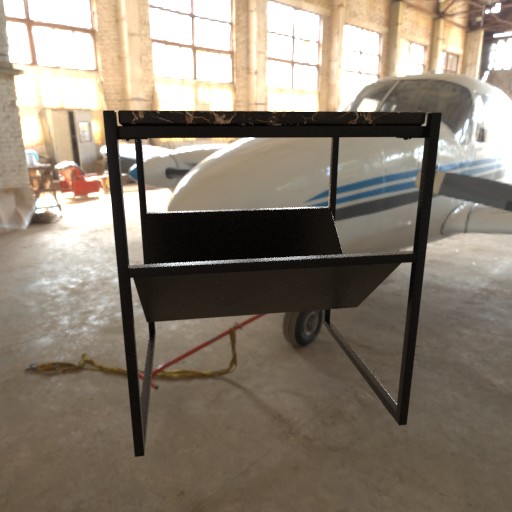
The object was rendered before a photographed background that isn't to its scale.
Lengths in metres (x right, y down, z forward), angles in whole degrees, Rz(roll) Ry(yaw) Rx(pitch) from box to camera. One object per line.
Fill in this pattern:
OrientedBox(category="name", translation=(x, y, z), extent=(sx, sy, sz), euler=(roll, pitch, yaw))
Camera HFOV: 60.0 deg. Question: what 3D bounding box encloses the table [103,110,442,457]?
OrientedBox(category="table", translation=(0.000, 0.000, 0.878), extent=(0.469, 0.534, 0.432), euler=(-3, 17, -9))
